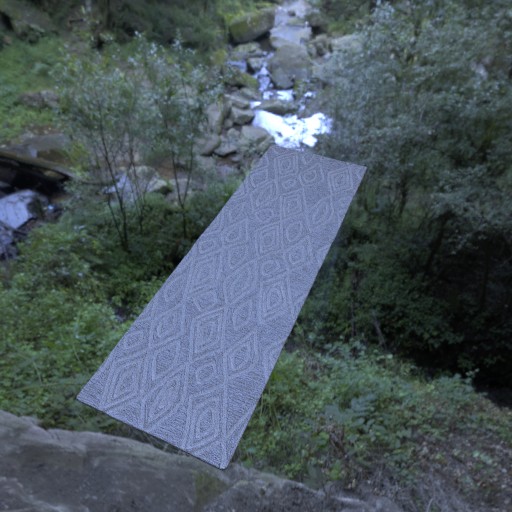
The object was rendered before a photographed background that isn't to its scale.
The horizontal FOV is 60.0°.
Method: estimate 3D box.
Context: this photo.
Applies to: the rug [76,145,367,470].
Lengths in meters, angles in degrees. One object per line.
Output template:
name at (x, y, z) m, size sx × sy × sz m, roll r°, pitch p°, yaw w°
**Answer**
rug at (0.000, 0.000, 2.764) m, size 0.807 × 0.013 × 2.436 m, roll 18°, pitch 49°, yaw 16°
